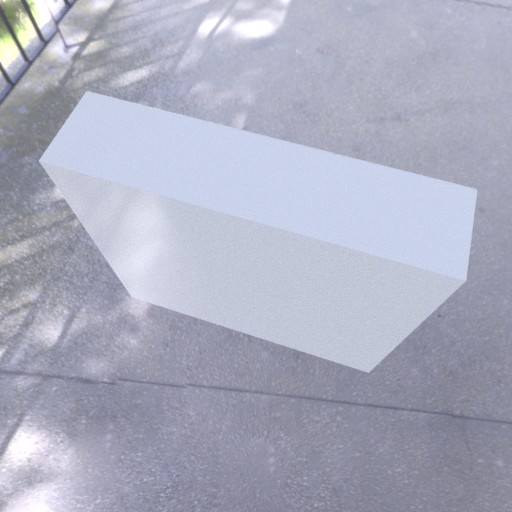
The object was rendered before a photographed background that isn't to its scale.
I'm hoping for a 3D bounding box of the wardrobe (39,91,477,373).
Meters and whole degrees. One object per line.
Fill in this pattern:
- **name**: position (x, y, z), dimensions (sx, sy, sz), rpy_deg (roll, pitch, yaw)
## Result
- **wardrobe**: position (0.000, 0.000, 1.932), dimensions (1.340, 1.200, 0.360), rpy_deg (16, 64, 8)
